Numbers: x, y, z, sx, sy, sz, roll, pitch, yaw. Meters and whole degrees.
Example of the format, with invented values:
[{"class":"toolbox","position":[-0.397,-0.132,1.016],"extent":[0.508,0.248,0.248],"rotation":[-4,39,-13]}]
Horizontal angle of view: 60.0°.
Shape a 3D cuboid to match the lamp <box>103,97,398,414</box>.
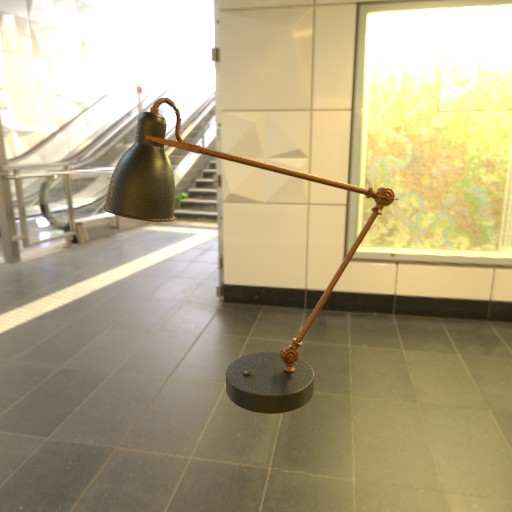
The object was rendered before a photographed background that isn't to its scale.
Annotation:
[{"class":"lamp","position":[0.000,0.000,0.872],"extent":[0.561,0.587,0.187],"rotation":[-2,15,-9]}]
